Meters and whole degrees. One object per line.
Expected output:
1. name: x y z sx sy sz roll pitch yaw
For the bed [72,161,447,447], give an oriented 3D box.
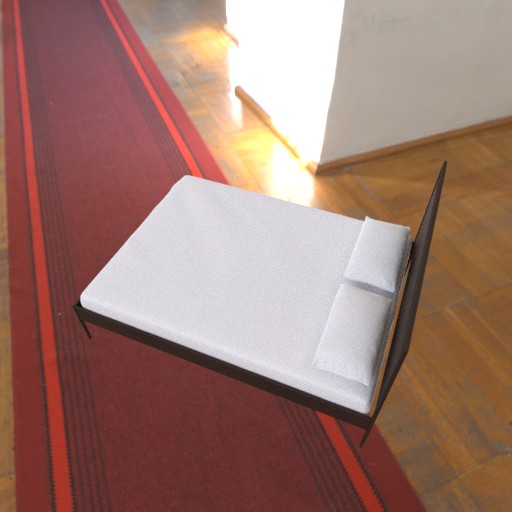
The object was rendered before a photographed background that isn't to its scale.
1. bed: 0.000 0.000 3.170 2.122 1.173 1.572 17 49 15
